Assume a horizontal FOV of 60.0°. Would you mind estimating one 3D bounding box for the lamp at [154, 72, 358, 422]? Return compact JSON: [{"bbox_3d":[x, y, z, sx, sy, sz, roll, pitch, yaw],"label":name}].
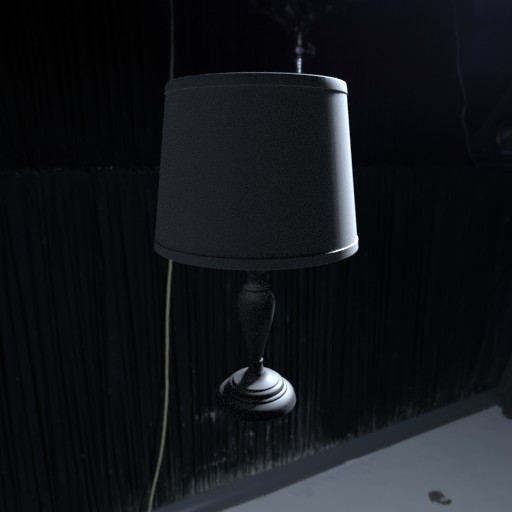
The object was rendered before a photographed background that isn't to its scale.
[{"bbox_3d":[0.000,0.000,0.694,0.310,0.501,0.310,0,14,0],"label":"lamp"}]
